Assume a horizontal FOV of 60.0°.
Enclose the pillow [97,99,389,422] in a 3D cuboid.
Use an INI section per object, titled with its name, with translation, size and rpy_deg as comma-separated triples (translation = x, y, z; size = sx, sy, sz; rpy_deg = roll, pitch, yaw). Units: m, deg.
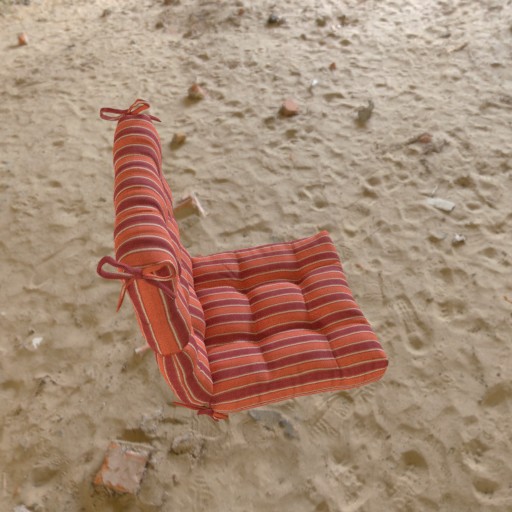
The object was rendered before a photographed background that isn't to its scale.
[pillow]
translation = 0.000, 0.000, 1.022
size = 0.571, 0.605, 0.519
rpy_deg = -9, 48, -9
